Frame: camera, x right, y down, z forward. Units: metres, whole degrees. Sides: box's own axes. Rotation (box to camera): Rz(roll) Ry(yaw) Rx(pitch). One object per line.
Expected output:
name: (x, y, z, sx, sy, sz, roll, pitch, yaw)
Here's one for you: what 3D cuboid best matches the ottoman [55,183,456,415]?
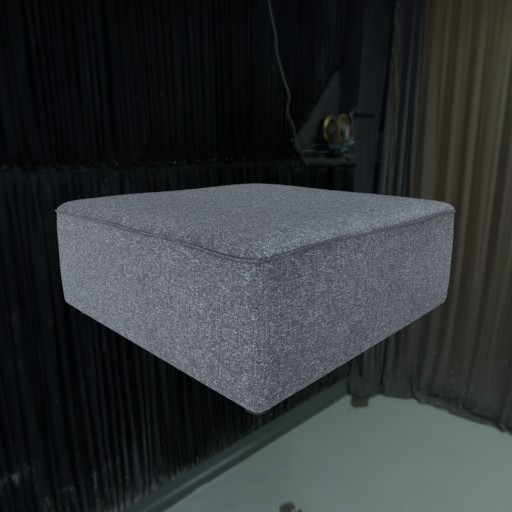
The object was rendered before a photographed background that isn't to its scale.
ottoman: (0.000, 0.000, 1.584, 1.021, 0.423, 1.017, -14, 20, -43)
